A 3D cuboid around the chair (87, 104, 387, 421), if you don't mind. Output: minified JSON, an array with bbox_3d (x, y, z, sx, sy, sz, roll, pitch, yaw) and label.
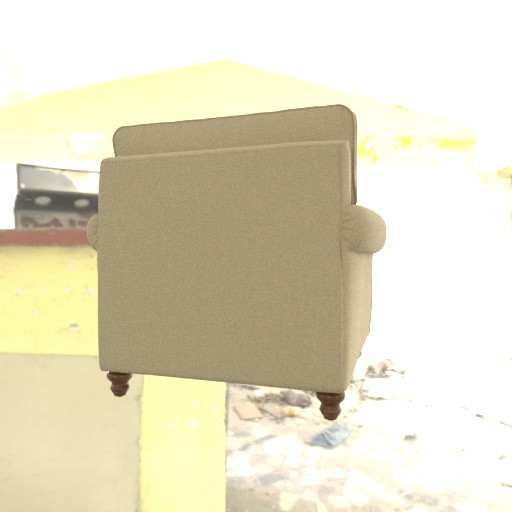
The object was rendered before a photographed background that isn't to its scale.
[{"bbox_3d":[0.000,0.000,1.805,1.029,0.967,0.966,0,0,18],"label":"chair"}]
